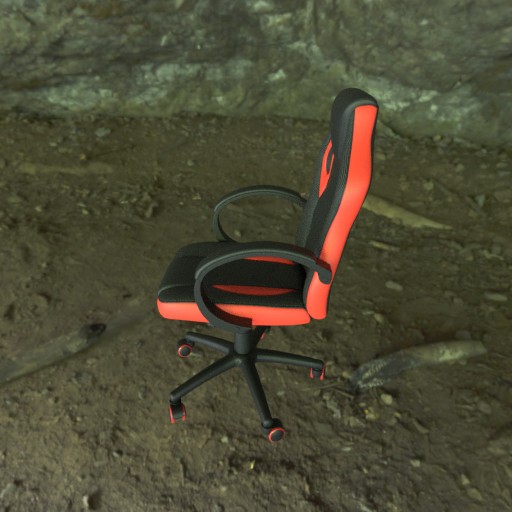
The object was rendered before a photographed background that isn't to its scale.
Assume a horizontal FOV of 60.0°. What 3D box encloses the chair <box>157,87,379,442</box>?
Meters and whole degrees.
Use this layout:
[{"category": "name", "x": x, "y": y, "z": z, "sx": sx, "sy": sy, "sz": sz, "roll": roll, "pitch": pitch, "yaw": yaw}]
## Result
[{"category": "chair", "x": 0.000, "y": 0.000, "z": 1.429, "sx": 0.642, "sy": 1.016, "sz": 0.600, "roll": 0, "pitch": 26, "yaw": 1}]
